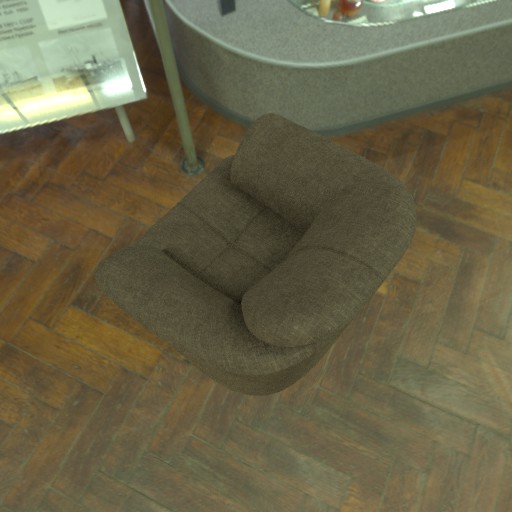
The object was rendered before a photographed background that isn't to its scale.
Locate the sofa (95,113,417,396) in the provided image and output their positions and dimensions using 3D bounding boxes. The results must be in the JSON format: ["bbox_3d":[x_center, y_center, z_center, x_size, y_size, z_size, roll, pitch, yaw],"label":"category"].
[{"bbox_3d":[0.000,0.000,1.513,0.794,0.811,0.870,37,70,16],"label":"sofa"}]
